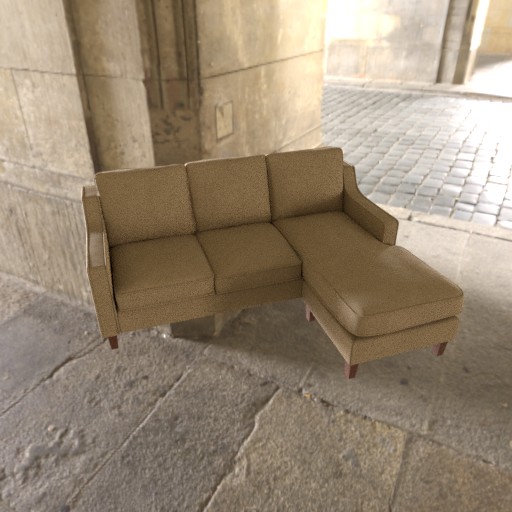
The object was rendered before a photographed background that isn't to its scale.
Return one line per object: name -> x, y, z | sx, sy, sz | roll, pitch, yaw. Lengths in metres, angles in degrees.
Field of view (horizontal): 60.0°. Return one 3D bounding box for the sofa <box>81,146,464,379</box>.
sofa -> 0.000, 0.000, 3.260 | 2.317, 1.066, 1.858 | -9, 31, -16
